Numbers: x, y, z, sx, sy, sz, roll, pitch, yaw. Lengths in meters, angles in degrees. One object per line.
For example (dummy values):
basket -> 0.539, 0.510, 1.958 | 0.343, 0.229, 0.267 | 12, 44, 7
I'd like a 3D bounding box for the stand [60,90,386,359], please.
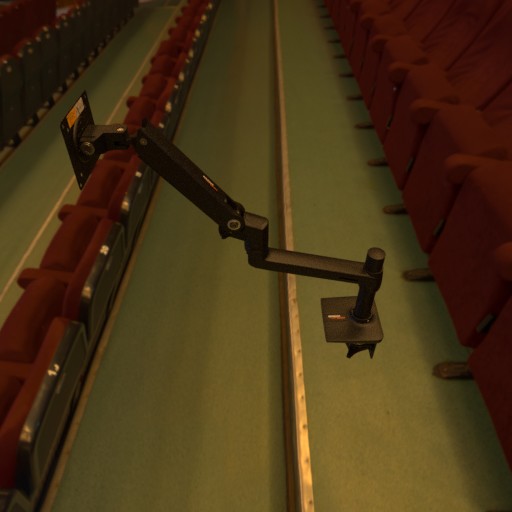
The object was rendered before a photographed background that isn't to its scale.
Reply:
stand -> 0.000, 0.000, 1.021 | 0.650, 0.713, 0.152 | 0, 42, 0
